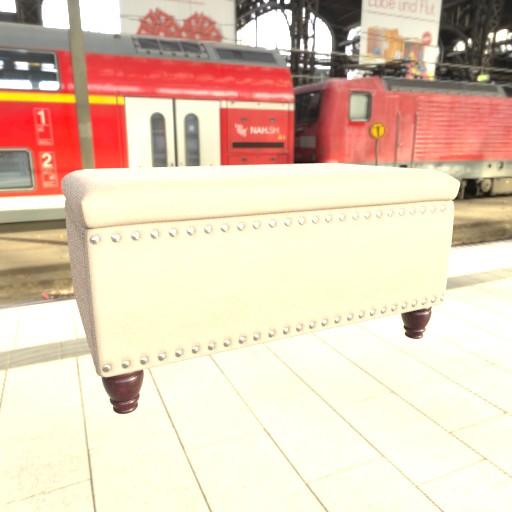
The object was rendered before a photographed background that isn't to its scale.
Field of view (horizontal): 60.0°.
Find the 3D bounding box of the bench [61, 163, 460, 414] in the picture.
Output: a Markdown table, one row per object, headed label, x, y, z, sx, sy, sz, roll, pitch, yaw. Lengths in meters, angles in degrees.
| label | x | y | z | sx | sy | sz | roll | pitch | yaw |
| --- | --- | --- | --- | --- | --- | --- | --- | --- | --- |
| bench | 0.000 | 0.000 | 1.167 | 0.887 | 0.449 | 0.500 | -7 | 16 | -25 |
